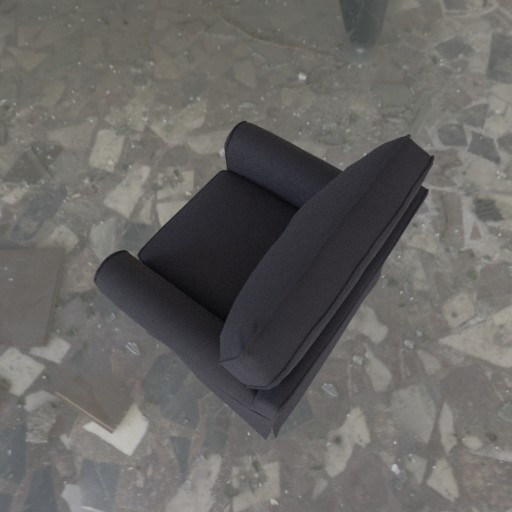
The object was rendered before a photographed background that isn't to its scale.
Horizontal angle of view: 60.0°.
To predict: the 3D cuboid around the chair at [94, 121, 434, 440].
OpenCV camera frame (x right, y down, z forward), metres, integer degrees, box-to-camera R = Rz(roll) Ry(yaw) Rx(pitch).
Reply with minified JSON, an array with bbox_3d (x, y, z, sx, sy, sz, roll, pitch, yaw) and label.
[{"bbox_3d":[0.000,0.000,1.977,1.002,1.140,1.119,33,68,15],"label":"chair"}]
